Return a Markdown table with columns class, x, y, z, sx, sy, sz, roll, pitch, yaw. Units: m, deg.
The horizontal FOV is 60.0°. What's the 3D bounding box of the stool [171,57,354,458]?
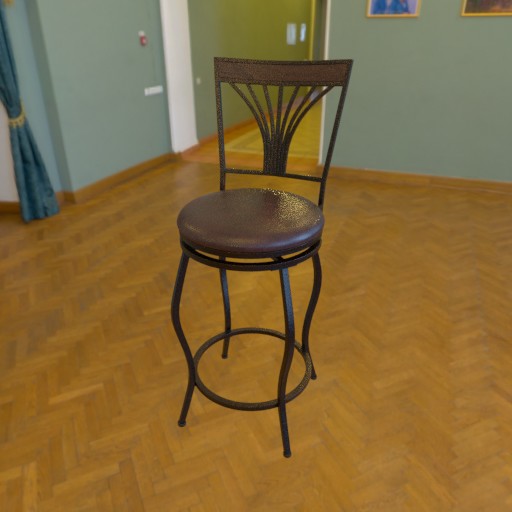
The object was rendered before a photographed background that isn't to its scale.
| class | x | y | z | sx | sy | sz | roll | pitch | yaw |
| --- | --- | --- | --- | --- | --- | --- | --- | --- | --- |
| stool | 0.000 | 0.000 | 1.389 | 0.433 | 1.117 | 0.514 | 9 | 28 | 17 |
